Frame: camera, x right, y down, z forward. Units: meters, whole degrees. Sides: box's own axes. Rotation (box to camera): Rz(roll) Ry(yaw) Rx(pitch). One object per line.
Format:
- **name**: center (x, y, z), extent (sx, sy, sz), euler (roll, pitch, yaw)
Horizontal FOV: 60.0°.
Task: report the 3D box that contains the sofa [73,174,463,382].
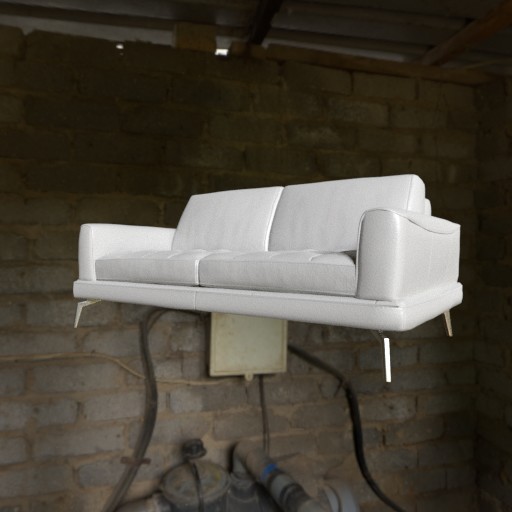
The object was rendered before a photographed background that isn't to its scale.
- **sofa**: center (0.000, 0.000, 2.684), extent (2.177, 0.930, 1.121), euler (1, 1, 35)
